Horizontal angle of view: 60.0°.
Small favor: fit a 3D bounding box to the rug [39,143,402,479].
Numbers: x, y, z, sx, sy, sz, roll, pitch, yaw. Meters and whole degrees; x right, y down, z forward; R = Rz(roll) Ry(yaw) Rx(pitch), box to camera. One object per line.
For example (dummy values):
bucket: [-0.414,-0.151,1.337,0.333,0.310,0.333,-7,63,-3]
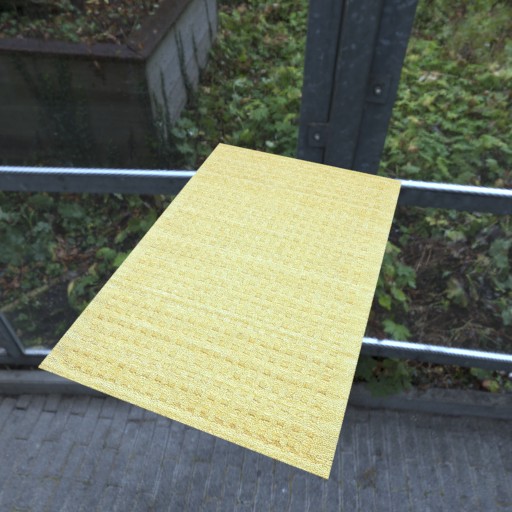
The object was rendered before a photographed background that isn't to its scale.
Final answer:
rug: [0.000,0.000,2.834,1.524,0.006,2.286,15,48,14]
